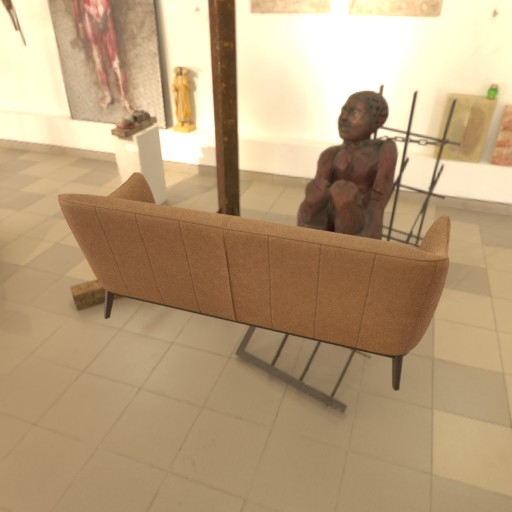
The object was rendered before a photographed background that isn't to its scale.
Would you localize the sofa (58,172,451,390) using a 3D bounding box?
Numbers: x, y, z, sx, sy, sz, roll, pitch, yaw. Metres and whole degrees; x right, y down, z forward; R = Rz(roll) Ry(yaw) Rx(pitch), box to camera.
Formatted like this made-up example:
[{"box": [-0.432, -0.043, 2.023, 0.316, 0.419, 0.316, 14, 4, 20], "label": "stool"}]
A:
[{"box": [0.000, 0.000, 2.407, 1.928, 0.830, 0.869, 10, 34, 16], "label": "sofa"}]
